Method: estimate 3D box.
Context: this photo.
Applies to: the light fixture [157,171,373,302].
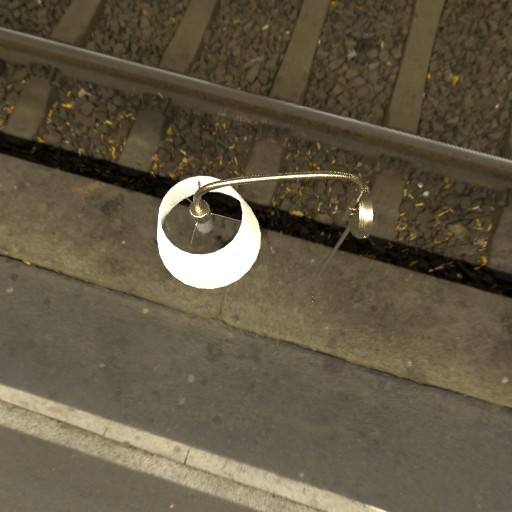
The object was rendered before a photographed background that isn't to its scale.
[{"bbox_3d":[0.000,0.000,0.474,0.176,0.399,0.092,-5,76,-1],"label":"light fixture"}]
